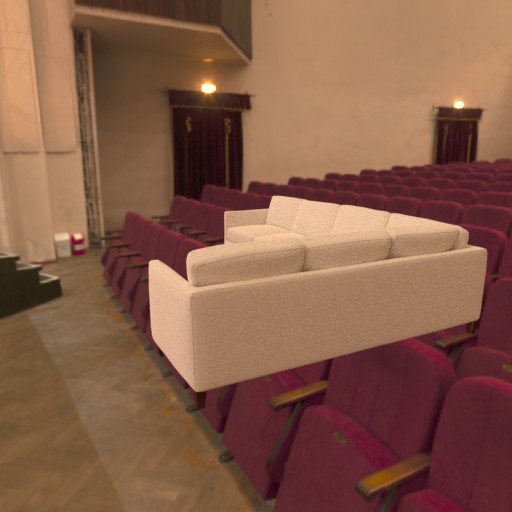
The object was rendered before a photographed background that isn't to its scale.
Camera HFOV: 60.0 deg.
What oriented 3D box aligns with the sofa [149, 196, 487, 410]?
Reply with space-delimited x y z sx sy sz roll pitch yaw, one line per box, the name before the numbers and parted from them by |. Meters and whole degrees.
sofa | 0.000 0.000 4.470 2.593 0.947 3.302 -7 15 -27
